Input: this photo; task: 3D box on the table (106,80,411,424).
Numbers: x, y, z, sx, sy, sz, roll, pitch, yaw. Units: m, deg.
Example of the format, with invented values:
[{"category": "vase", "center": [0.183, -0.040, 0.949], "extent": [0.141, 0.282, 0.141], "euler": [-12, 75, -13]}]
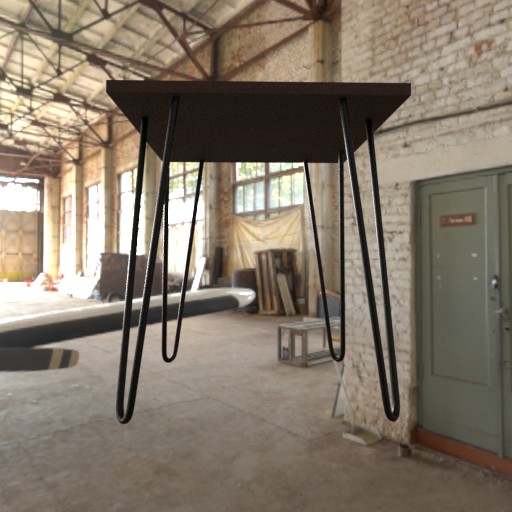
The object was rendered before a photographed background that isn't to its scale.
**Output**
[{"category": "table", "center": [0.000, 0.000, 0.962], "extent": [0.495, 0.559, 0.495], "euler": [0, -1, -1]}]
